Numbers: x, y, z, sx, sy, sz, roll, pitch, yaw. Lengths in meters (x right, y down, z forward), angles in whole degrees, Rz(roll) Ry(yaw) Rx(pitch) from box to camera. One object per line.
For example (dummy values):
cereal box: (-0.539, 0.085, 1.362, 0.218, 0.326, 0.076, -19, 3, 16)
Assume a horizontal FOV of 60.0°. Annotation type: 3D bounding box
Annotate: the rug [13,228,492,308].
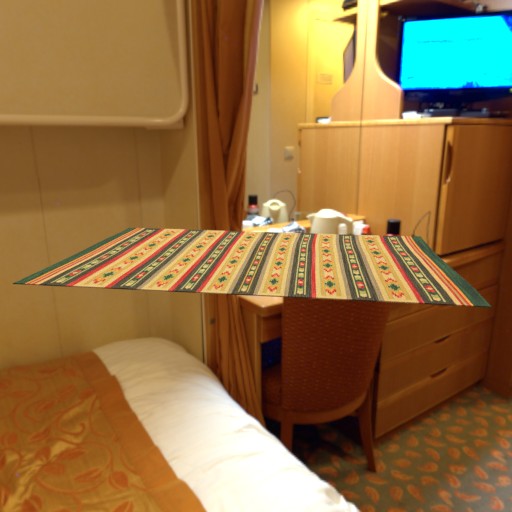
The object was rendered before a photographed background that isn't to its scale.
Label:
rug: (0.000, 0.000, 2.958, 2.447, 0.011, 1.520, 2, 15, 8)
